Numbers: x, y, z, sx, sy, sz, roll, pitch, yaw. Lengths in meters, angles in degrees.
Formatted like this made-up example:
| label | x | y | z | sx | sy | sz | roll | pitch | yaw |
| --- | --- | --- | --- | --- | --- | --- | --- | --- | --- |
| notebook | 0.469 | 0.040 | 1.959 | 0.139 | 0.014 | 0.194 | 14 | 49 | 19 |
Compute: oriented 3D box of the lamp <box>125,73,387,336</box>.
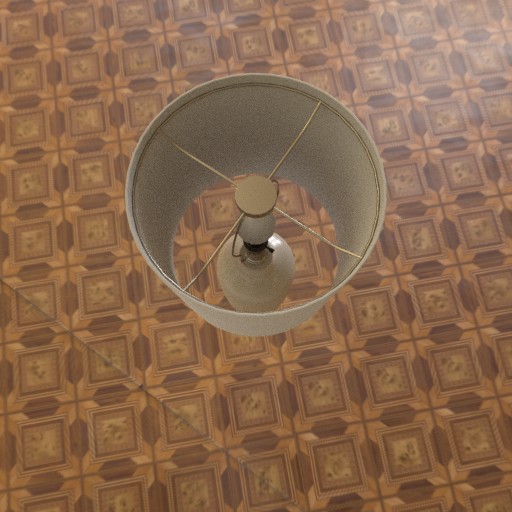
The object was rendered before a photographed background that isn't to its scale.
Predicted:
| label | x | y | z | sx | sy | sz | roll | pitch | yaw |
| --- | --- | --- | --- | --- | --- | --- | --- | --- | --- |
| lamp | 0.000 | 0.000 | 0.603 | 0.220 | 0.475 | 0.220 | -41 | 79 | -10 |
